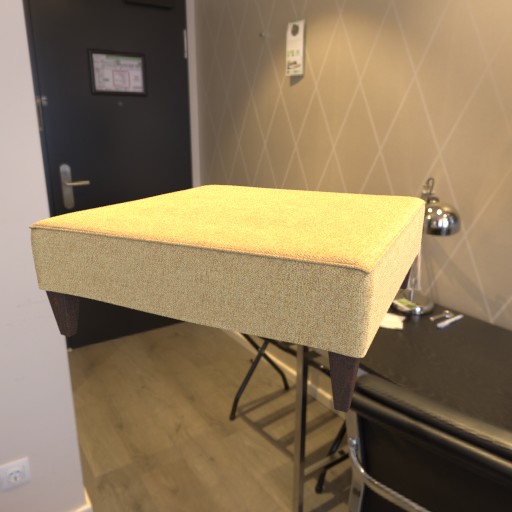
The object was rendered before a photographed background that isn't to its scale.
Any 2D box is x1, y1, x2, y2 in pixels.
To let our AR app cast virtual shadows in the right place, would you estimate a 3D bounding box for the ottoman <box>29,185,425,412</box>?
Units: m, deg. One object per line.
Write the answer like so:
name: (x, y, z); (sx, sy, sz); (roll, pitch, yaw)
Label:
ottoman: (0.000, 0.000, 1.501); (0.970, 0.378, 0.981); (8, 17, 25)
